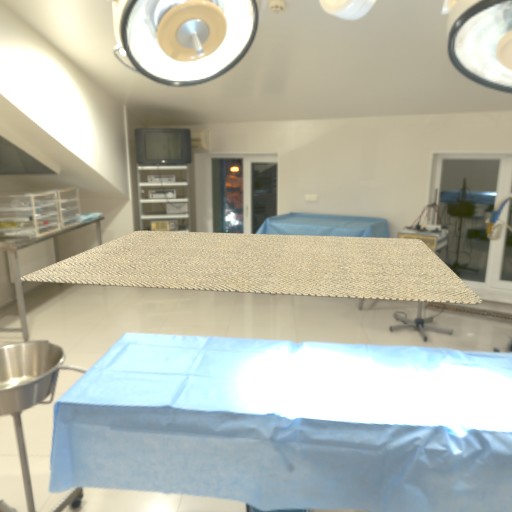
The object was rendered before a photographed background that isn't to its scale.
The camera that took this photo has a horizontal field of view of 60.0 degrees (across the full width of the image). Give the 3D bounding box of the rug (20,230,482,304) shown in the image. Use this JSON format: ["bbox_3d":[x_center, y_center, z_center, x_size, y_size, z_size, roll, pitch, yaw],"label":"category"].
[{"bbox_3d":[0.000,0.000,2.178,1.752,0.008,1.144,2,13,9],"label":"rug"}]
